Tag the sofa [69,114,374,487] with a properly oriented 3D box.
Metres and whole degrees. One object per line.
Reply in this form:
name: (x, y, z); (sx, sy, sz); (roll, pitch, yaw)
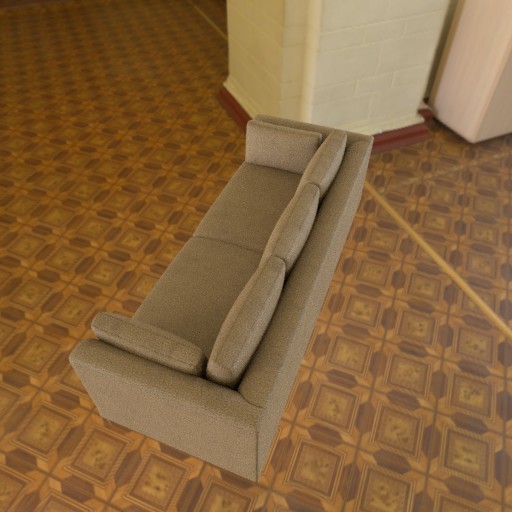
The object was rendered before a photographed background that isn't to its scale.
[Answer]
sofa: (0.000, 0.000, 2.923); (0.969, 0.867, 2.415); (16, 49, 15)
